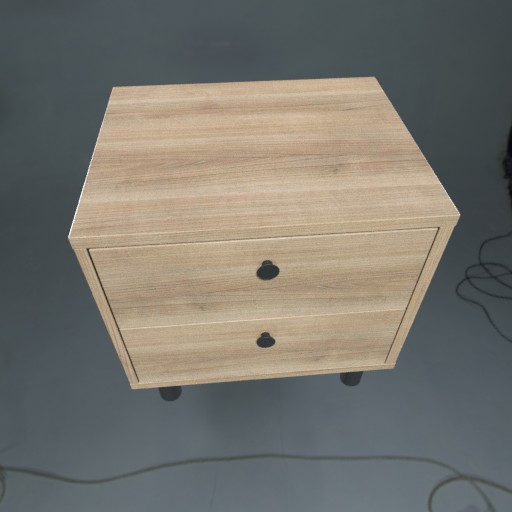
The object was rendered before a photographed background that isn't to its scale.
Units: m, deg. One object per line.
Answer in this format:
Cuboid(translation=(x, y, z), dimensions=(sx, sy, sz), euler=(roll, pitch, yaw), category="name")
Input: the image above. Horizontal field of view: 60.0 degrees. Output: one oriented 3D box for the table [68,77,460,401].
Cuboid(translation=(0.000, 0.000, 0.787), dimensions=(0.445, 0.460, 0.380), euler=(-4, 46, -3), category="table")
